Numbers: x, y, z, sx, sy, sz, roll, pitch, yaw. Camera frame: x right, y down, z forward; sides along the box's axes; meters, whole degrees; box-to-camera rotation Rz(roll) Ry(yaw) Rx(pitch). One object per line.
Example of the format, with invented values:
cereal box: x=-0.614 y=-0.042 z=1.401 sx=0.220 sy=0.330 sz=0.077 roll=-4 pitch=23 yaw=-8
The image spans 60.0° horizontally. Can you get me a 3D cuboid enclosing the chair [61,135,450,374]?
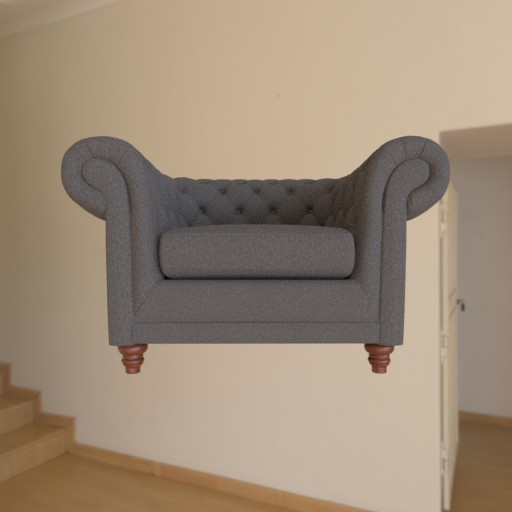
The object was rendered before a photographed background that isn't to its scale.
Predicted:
chair: x=0.000 y=0.000 z=1.869 sx=1.270 sy=0.770 sz=0.976 roll=0 pitch=0 yaw=0
